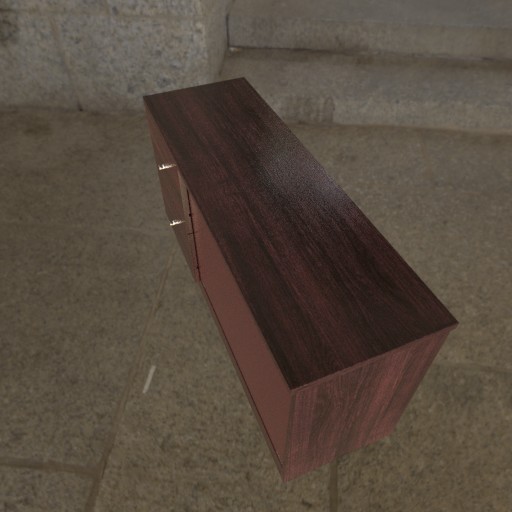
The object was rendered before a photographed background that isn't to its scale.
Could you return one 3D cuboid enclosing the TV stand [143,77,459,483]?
[{"bbox_3d":[0.000,0.000,1.454,0.404,0.614,1.192,-17,49,-15],"label":"TV stand"}]
